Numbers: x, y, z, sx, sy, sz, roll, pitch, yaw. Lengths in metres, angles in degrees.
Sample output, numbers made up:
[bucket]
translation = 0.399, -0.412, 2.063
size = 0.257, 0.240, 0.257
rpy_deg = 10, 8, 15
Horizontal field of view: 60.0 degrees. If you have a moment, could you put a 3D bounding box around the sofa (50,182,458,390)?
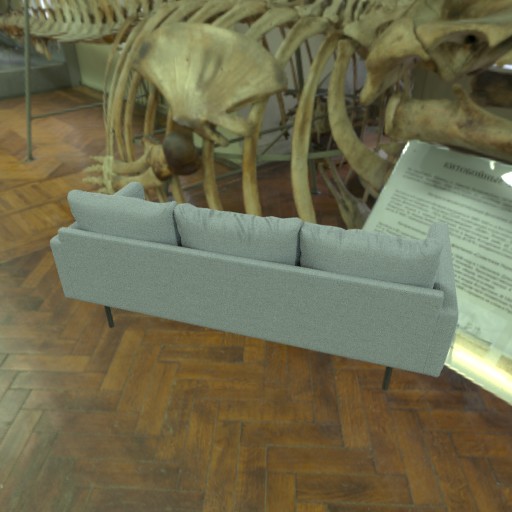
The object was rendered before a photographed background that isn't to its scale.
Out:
[sofa]
translation = 0.000, 0.000, 2.469
size = 2.000, 0.830, 0.850
rpy_deg = 9, 33, 15
